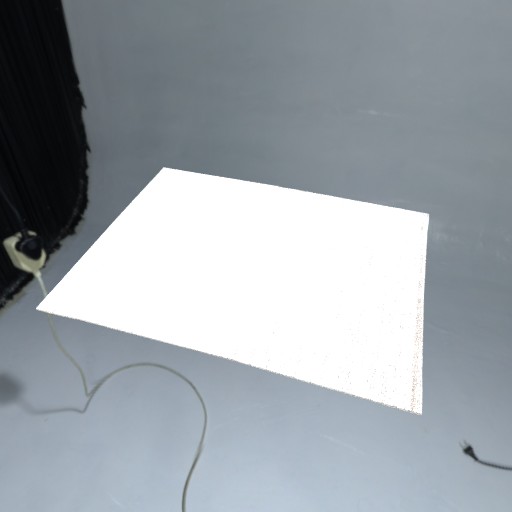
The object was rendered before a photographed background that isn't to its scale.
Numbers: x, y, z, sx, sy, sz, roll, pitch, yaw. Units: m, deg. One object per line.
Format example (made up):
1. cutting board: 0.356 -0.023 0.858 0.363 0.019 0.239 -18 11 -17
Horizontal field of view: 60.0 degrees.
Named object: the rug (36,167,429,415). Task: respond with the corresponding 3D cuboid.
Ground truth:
1. rug: 0.000 0.000 5.073 3.778 0.053 2.873 12 44 13
